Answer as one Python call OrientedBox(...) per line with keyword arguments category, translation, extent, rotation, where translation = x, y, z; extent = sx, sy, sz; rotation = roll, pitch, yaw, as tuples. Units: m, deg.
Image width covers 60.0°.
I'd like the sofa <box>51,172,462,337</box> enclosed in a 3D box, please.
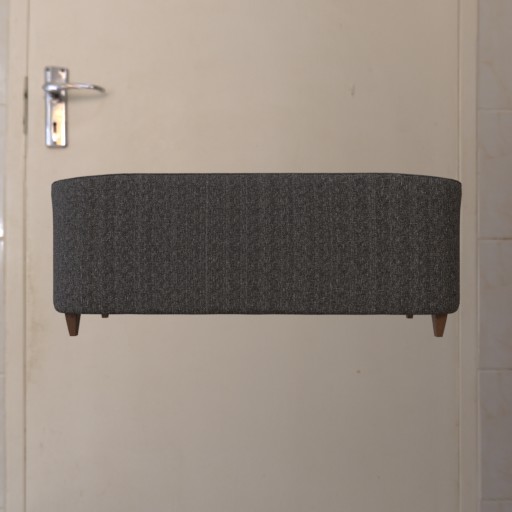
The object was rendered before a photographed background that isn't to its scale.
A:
OrientedBox(category="sofa", translation=(0.000, 0.000, 2.713), extent=(2.278, 0.855, 0.941), rotation=(0, 0, 1))
